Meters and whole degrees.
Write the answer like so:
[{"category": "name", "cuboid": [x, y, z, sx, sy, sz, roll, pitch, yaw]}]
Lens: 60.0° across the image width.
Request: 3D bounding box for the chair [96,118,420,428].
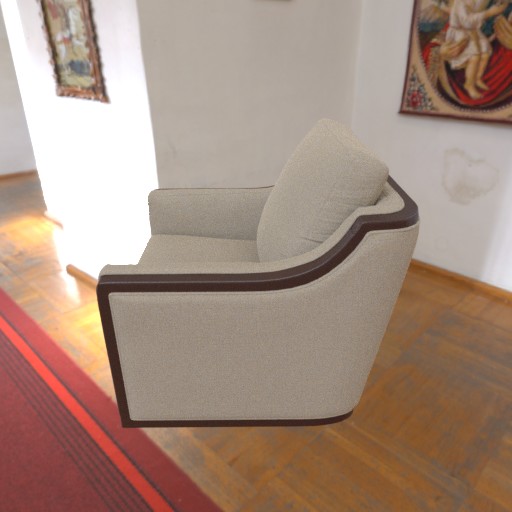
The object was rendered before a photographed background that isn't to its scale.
[{"category": "chair", "cuboid": [0.000, 0.000, 1.691, 0.950, 0.930, 0.870, 0, 27, -1]}]
